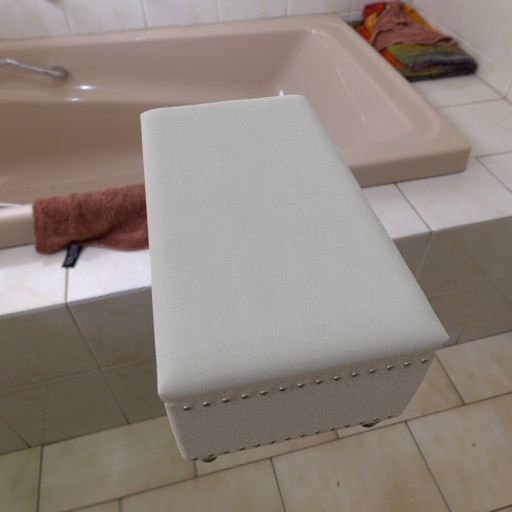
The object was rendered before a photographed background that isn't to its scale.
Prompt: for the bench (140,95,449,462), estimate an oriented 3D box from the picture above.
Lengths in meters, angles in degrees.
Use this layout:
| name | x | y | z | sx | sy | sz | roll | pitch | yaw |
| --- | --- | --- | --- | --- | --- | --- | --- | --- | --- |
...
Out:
| name | x | y | z | sx | sy | sz | roll | pitch | yaw |
| --- | --- | --- | --- | --- | --- | --- | --- | --- | --- |
| bench | 0.000 | 0.000 | 1.161 | 0.500 | 0.449 | 0.887 | -9 | 47 | -8 |
